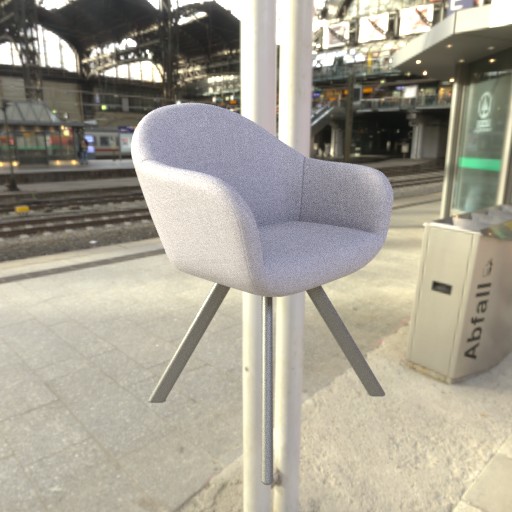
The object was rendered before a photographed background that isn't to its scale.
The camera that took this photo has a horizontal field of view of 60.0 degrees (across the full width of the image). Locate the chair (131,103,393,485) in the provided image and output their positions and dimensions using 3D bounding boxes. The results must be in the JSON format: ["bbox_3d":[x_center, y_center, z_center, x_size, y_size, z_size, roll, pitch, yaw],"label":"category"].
[{"bbox_3d":[0.000,0.000,1.172,0.550,0.795,0.590,13,19,43],"label":"chair"}]
